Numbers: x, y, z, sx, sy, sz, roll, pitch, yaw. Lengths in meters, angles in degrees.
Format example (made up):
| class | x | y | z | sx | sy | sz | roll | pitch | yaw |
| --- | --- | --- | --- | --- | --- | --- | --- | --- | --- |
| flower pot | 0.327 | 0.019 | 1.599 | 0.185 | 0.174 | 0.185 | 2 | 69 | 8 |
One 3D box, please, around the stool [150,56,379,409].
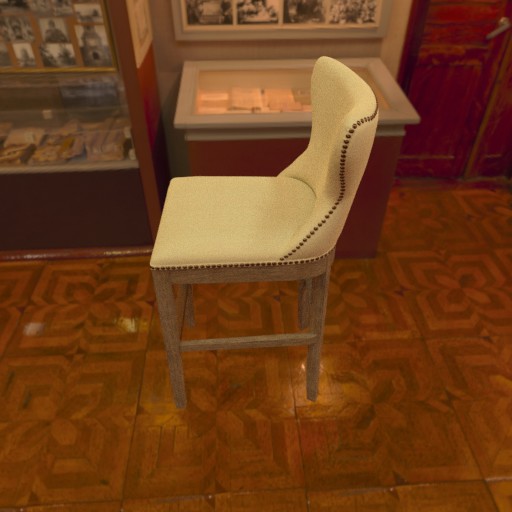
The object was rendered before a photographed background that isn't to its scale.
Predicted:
| class | x | y | z | sx | sy | sz | roll | pitch | yaw |
| --- | --- | --- | --- | --- | --- | --- | --- | --- | --- |
| stool | 0.000 | 0.000 | 1.458 | 0.606 | 1.123 | 0.494 | -1 | 40 | -1 |
